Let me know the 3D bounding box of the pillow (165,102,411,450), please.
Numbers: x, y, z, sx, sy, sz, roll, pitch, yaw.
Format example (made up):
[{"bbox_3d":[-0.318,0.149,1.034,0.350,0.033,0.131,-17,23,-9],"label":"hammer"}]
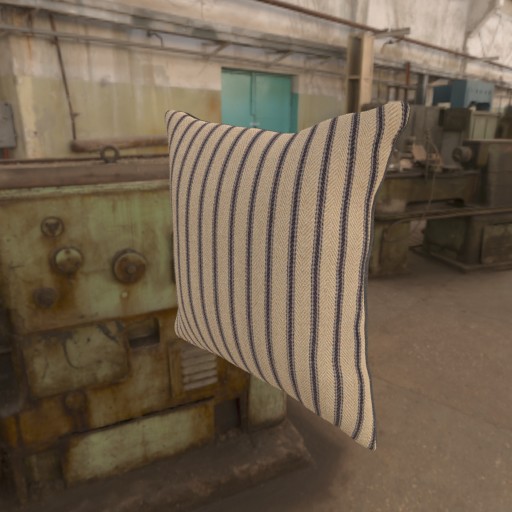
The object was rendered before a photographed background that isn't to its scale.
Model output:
[{"bbox_3d":[0.000,0.000,0.691,0.138,0.444,0.468,-16,24,-42],"label":"pillow"}]
